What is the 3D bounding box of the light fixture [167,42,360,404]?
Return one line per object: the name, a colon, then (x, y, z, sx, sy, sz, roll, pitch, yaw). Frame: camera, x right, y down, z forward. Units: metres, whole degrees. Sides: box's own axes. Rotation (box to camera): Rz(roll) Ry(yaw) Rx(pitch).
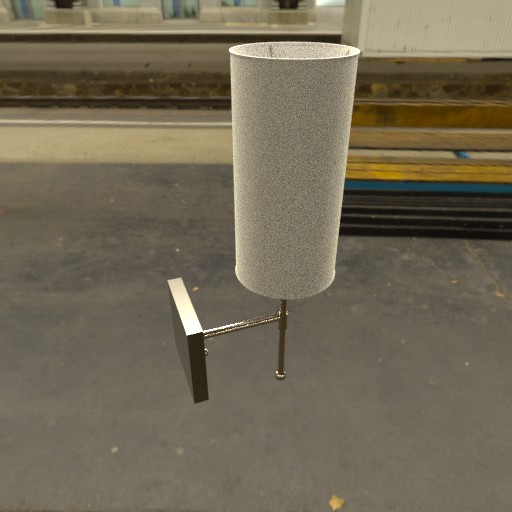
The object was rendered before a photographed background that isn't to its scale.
light fixture: (0.000, 0.000, 0.547, 0.208, 0.462, 0.128, -11, 33, -17)
